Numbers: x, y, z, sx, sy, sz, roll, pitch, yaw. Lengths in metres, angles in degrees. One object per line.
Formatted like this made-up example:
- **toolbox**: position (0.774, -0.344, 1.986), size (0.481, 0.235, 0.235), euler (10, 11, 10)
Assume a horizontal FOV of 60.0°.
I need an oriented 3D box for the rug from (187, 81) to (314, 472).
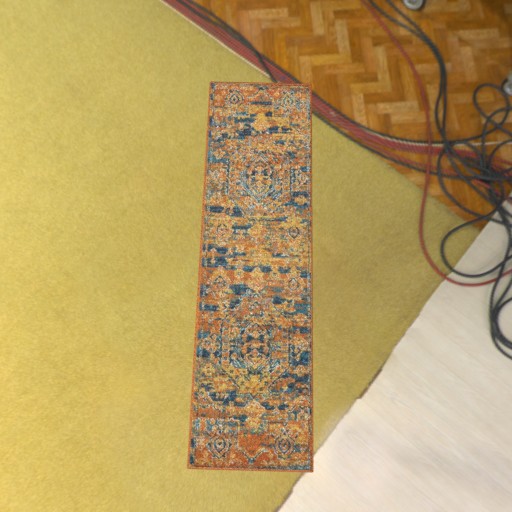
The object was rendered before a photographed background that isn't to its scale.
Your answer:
- **rug**: position (0.000, 0.000, 2.548), size (0.651, 0.016, 2.274), euler (1, 76, 0)
